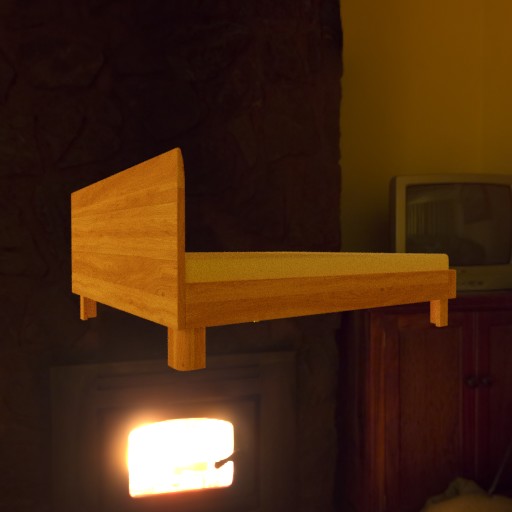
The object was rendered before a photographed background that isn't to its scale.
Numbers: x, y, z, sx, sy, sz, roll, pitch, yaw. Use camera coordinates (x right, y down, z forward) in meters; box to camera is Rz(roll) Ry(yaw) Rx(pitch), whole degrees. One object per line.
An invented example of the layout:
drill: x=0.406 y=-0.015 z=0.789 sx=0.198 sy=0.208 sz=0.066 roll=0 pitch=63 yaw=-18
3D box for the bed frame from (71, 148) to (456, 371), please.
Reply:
bed frame: x=0.000 y=0.000 z=3.181 sx=2.092 sy=0.940 sz=1.872 roll=-1 pitch=1 yaw=-35
